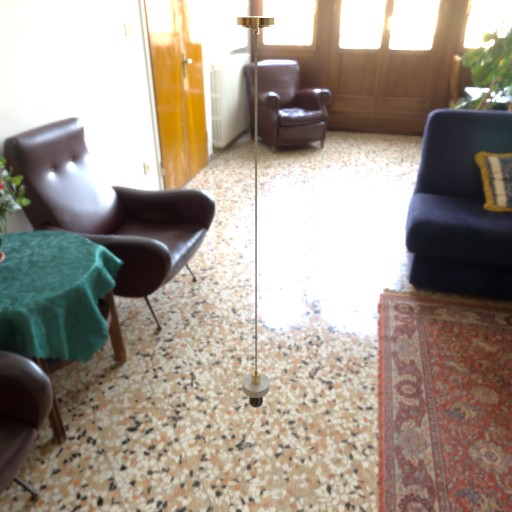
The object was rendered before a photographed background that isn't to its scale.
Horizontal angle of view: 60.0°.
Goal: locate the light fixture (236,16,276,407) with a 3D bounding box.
[{"bbox_3d":[0.000,0.000,1.757,0.129,1.669,0.129,-11,31,-18],"label":"light fixture"}]
